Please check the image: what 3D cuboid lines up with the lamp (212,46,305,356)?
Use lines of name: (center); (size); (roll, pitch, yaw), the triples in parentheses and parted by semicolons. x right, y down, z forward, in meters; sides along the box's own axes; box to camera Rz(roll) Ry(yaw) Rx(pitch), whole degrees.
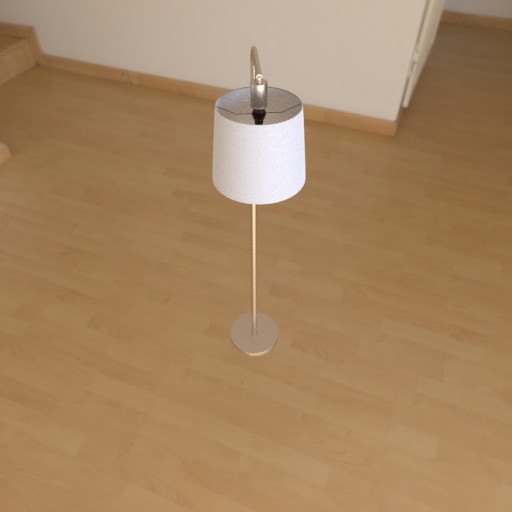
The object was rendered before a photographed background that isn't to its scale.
lamp: (0.000, 0.000, 1.638); (0.254, 1.478, 0.508); (-3, 47, -2)
